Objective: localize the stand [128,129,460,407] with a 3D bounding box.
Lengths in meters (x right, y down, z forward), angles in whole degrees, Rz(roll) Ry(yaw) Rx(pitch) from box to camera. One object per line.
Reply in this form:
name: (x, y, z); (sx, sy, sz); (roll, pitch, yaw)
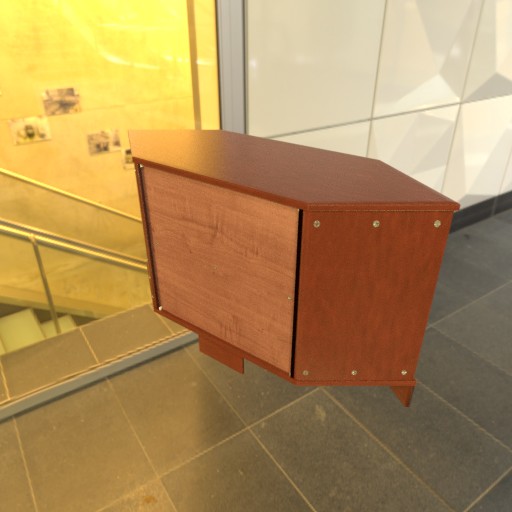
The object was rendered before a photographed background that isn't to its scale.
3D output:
stand: (0.000, 0.000, 1.362); (1.072, 0.614, 0.381); (20, 35, 31)
